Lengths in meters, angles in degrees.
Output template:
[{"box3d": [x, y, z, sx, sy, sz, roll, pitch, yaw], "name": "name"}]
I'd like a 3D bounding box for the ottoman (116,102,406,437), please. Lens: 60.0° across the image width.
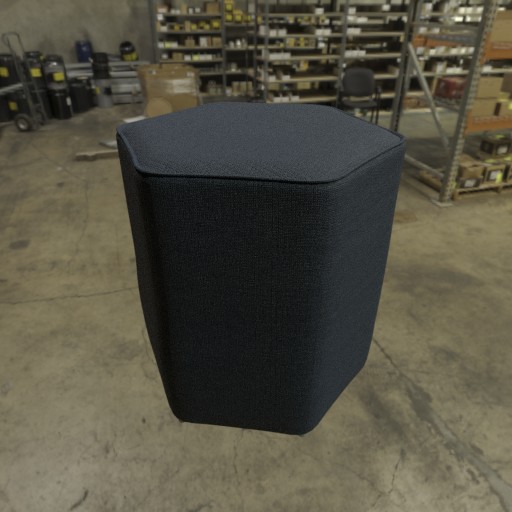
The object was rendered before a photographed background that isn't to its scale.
[{"box3d": [0.000, 0.000, 0.863, 0.454, 0.505, 0.492, -9, 32, -15], "name": "ottoman"}]
